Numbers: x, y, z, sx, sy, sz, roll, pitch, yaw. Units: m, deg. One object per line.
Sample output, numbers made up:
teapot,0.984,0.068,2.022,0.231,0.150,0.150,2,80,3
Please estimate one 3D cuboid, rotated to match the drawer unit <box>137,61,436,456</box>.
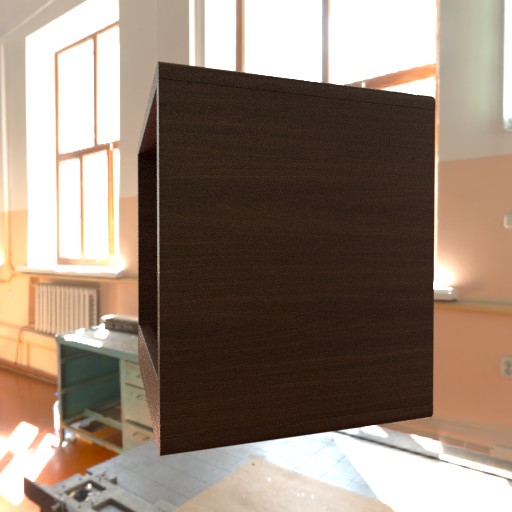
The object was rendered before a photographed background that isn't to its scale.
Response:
drawer unit,0.000,0.000,0.597,0.290,0.351,0.349,0,1,-18
